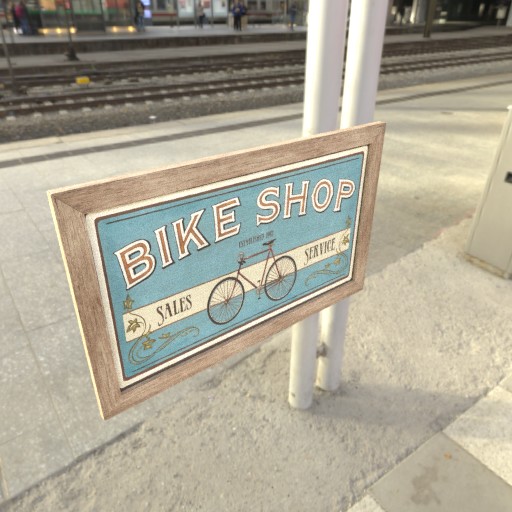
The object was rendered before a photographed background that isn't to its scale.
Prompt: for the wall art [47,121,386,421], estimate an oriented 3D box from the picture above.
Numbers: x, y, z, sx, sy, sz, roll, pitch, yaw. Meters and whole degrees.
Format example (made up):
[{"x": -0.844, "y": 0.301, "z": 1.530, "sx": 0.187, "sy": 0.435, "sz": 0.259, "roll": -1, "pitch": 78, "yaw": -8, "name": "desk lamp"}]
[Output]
[{"x": 0.000, "y": 0.000, "z": 0.983, "sx": 0.780, "sy": 0.480, "sz": 0.021, "roll": -21, "pitch": 35, "yaw": -32, "name": "wall art"}]
